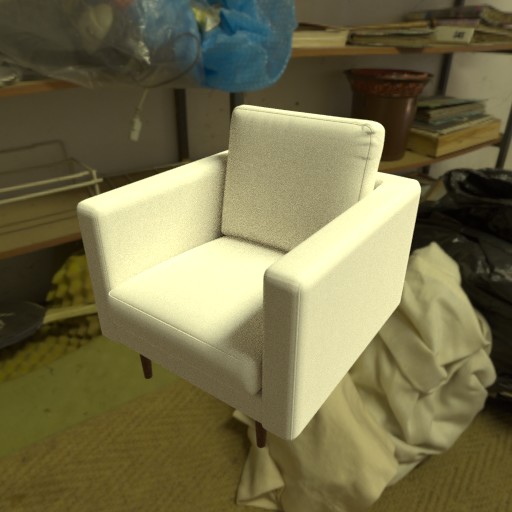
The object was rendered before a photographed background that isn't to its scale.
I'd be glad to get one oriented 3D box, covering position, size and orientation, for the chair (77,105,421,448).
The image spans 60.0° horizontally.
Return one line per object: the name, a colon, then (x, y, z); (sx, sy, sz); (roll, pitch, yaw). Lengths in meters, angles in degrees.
chair: (0.000, 0.000, 1.561); (0.831, 0.899, 0.879); (19, 34, 31)
